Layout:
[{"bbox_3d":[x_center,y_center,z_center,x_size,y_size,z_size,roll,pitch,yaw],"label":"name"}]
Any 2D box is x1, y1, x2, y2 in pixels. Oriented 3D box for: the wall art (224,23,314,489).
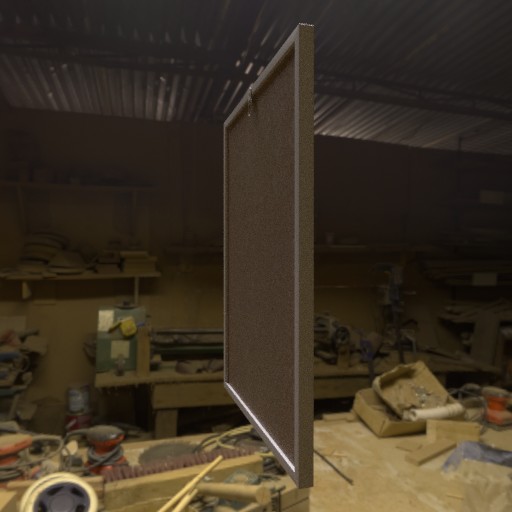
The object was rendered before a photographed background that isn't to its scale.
[{"bbox_3d":[0.000,0.000,1.395,0.042,1.056,0.805,0,0,-16],"label":"wall art"}]
